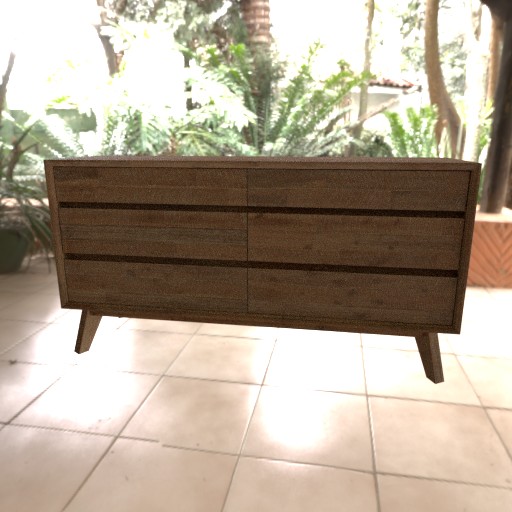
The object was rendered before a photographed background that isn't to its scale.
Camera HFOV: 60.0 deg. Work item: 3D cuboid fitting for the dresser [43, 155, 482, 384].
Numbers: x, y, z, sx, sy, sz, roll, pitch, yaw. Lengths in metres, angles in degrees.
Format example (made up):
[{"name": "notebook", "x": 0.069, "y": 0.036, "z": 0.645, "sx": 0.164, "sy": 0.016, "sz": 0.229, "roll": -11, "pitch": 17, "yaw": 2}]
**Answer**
[{"name": "dresser", "x": 0.000, "y": 0.000, "z": 1.871, "sx": 1.554, "sy": 0.805, "sz": 0.455, "roll": 2, "pitch": 15, "yaw": 9}]
